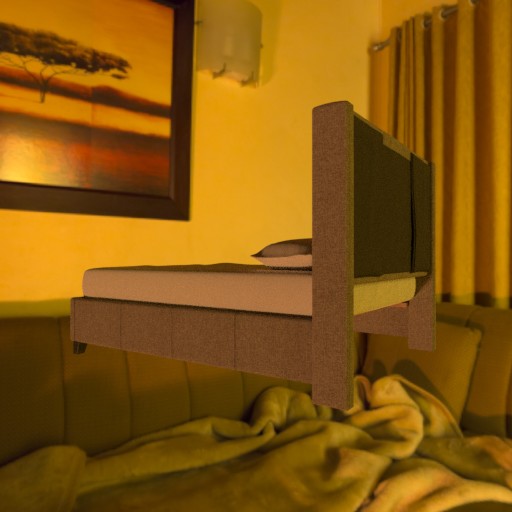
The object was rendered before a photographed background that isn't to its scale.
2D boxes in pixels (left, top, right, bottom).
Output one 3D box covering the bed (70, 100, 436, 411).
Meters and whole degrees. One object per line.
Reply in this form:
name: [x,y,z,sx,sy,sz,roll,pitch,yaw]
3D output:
bed: [0.000,0.000,3.410,2.245,1.481,1.714,0,0,35]
